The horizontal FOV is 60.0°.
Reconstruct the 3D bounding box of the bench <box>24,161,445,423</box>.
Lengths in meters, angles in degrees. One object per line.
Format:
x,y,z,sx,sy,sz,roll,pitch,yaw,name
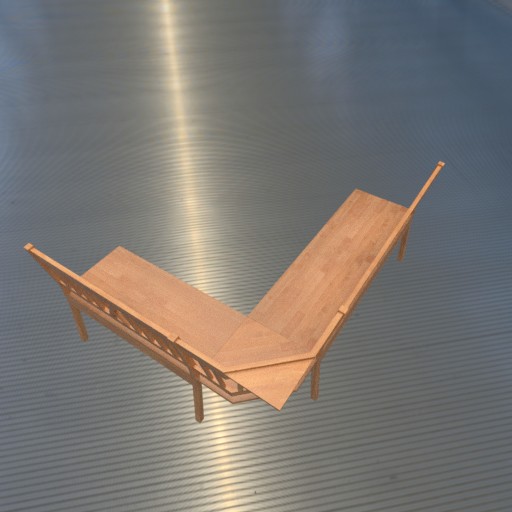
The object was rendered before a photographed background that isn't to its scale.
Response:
0.000,0.000,2.827,1.537,0.902,1.937,26,51,23,bench
